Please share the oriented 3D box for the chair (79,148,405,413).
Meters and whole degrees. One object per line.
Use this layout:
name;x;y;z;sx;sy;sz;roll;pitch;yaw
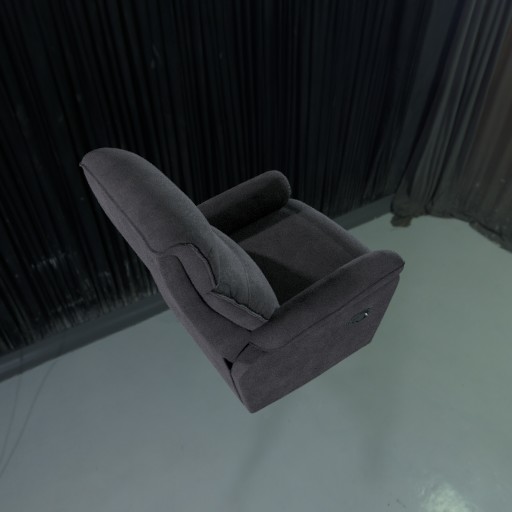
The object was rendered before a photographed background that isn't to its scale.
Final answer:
chair;0.000;0.000;1.765;1.009;1.035;0.830;-25;47;-26
